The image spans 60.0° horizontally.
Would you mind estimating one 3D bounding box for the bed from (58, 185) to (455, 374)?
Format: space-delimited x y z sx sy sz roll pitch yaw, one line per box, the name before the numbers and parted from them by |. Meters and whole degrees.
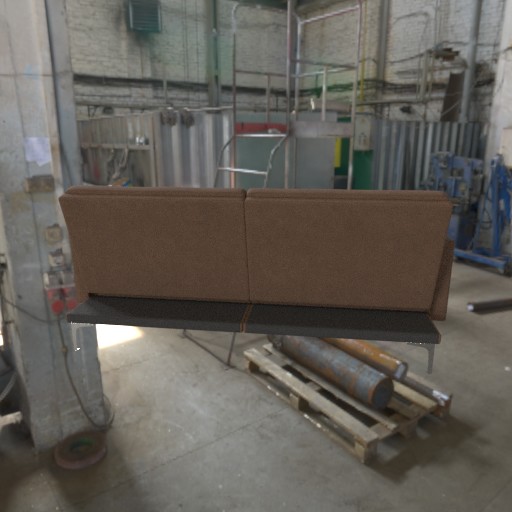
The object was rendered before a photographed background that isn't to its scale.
bed | 0.000 0.000 2.373 1.905 0.787 0.889 2 15 7
